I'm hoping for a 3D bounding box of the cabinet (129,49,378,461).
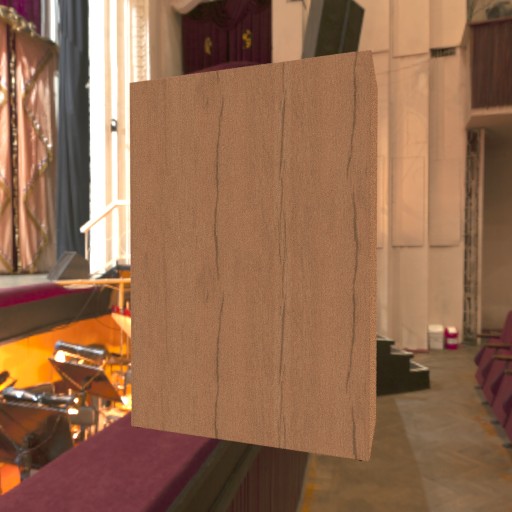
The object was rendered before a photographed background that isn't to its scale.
[{"bbox_3d":[0.000,0.000,2.717,1.400,2.070,0.580,0,1,19],"label":"cabinet"}]
